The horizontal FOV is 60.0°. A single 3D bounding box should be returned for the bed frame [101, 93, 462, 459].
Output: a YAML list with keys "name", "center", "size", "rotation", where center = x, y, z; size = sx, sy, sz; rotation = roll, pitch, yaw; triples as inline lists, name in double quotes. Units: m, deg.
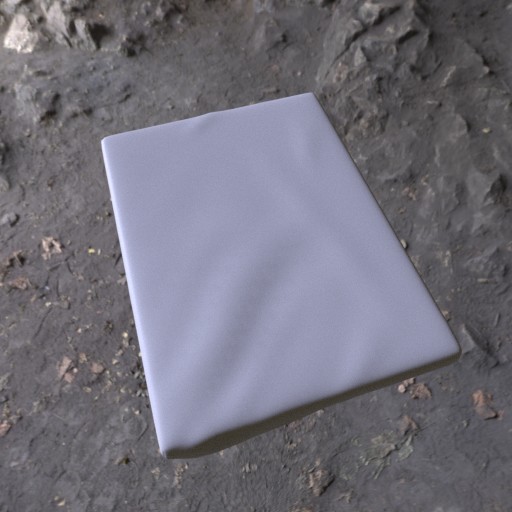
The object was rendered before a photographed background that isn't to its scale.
- name: "bed frame"
  center: [0.000, 0.000, 2.853]
  size: [1.584, 0.667, 2.151]
  rotation: [-15, 60, -9]
